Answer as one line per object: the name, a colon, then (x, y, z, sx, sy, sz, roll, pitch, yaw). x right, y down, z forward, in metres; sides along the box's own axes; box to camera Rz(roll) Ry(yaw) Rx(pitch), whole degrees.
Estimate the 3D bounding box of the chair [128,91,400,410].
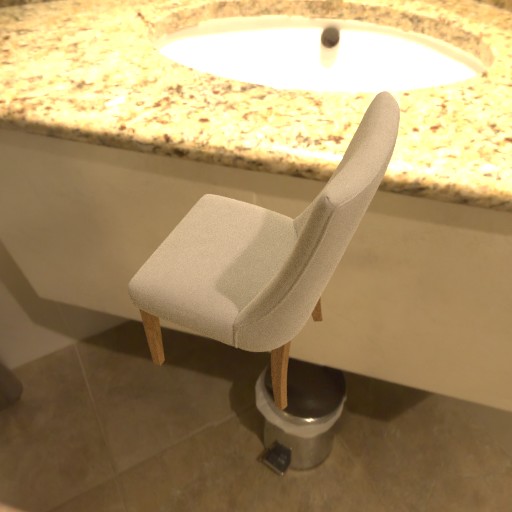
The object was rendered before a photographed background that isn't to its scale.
chair: (0.000, 0.000, 1.295, 0.610, 0.902, 0.495, 17, 48, 17)
